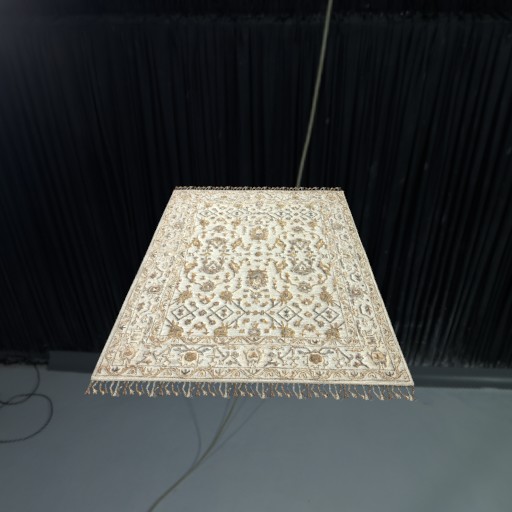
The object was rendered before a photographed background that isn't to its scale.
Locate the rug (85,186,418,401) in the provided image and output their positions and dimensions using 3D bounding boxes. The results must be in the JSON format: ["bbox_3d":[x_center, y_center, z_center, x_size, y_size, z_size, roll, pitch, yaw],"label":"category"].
[{"bbox_3d":[0.000,0.000,3.034,1.529,0.027,2.434,1,32,1],"label":"rug"}]
